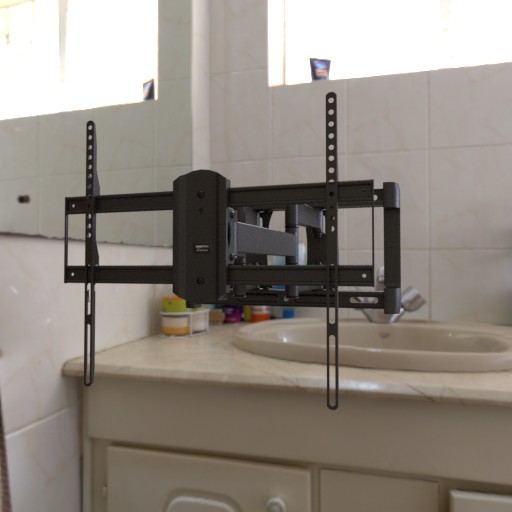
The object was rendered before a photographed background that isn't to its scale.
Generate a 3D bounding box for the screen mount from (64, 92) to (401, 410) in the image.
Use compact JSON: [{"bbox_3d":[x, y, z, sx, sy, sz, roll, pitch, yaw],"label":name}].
[{"bbox_3d":[0.000,0.000,0.911,0.571,0.424,0.556,0,-2,17],"label":"screen mount"}]
